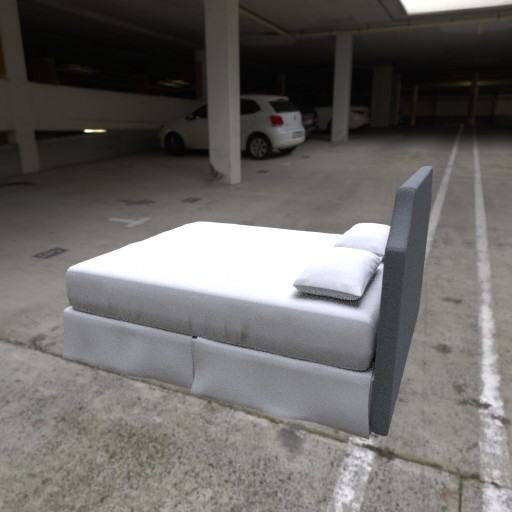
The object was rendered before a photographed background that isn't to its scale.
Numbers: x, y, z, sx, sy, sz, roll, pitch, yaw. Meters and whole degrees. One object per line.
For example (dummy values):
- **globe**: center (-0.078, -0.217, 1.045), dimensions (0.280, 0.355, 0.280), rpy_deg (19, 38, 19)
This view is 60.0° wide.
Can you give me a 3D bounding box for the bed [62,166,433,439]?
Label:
- **bed**: center (0.000, 0.000, 3.296), dimensions (2.259, 1.296, 1.811), rpy_deg (7, 18, 23)
